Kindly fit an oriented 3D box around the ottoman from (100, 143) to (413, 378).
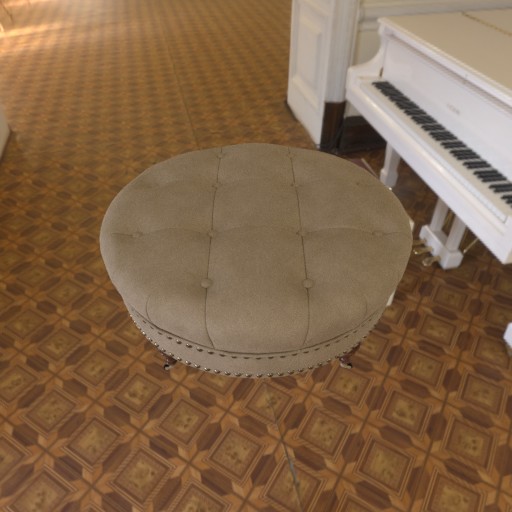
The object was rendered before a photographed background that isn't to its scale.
[{"bbox_3d":[0.000,0.000,1.418,0.901,0.439,0.901,0,41,0],"label":"ottoman"}]
